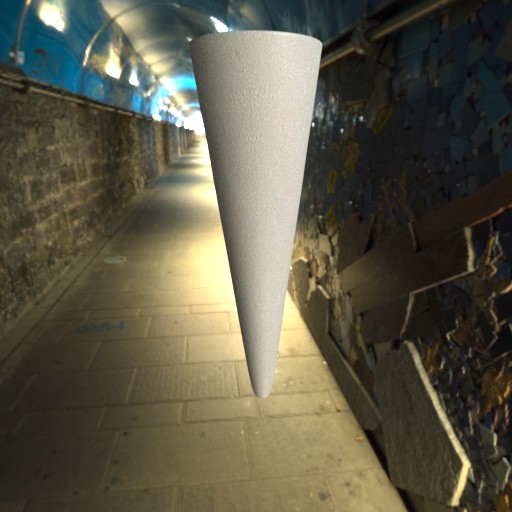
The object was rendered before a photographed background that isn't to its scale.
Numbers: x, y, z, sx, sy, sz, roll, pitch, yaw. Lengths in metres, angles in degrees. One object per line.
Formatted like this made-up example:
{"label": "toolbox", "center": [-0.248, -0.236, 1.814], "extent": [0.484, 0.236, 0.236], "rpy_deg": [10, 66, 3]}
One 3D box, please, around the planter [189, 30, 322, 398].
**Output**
{"label": "planter", "center": [0.000, 0.000, 0.220], "extent": [0.057, 0.191, 0.064], "rpy_deg": [2, 16, 9]}
